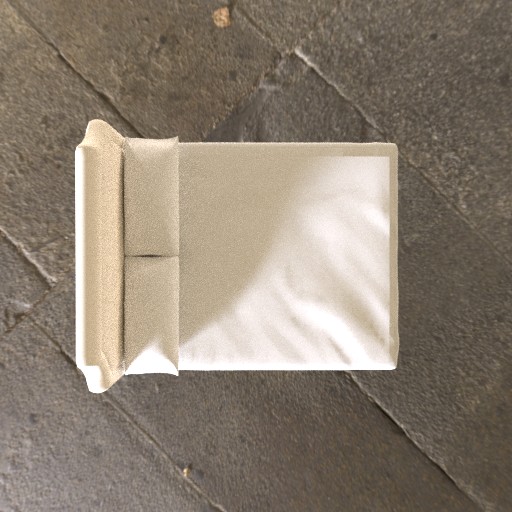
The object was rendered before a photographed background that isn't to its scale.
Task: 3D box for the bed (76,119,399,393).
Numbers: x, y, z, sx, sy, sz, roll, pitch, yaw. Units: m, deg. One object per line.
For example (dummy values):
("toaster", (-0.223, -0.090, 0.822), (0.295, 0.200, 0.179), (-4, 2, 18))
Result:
("bed", (0.000, 0.000, 3.846), (2.548, 1.524, 2.134), (0, 90, 0))
